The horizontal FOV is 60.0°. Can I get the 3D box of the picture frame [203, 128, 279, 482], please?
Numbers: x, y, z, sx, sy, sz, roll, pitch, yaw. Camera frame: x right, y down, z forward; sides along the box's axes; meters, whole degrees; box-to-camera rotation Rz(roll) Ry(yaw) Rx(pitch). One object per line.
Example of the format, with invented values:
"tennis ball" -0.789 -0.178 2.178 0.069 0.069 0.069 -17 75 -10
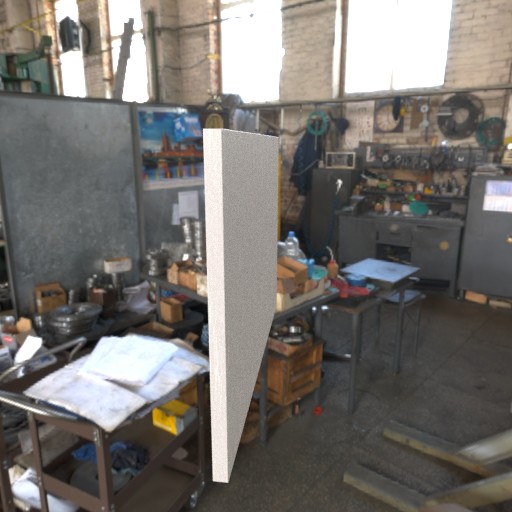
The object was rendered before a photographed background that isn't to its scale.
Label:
"picture frame" 0.000 0.000 1.212 0.029 0.640 0.950 2 14 8
